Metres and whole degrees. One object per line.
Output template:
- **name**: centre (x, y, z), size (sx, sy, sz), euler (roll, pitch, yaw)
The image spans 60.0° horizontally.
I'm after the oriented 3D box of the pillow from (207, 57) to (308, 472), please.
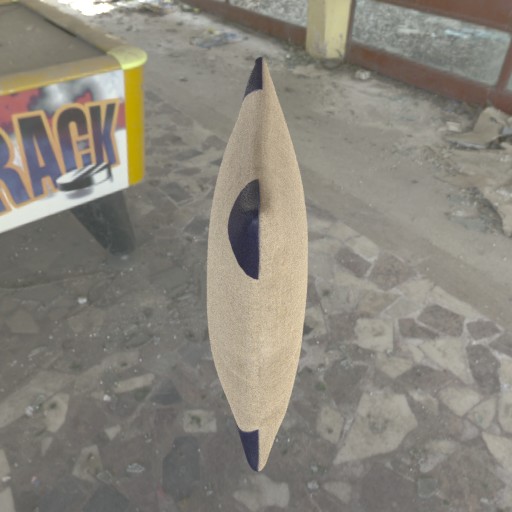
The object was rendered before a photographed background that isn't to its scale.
- **pillow**: centre (0.000, 0.000, 0.659), size (0.147, 0.441, 0.440), euler (0, 40, 0)
